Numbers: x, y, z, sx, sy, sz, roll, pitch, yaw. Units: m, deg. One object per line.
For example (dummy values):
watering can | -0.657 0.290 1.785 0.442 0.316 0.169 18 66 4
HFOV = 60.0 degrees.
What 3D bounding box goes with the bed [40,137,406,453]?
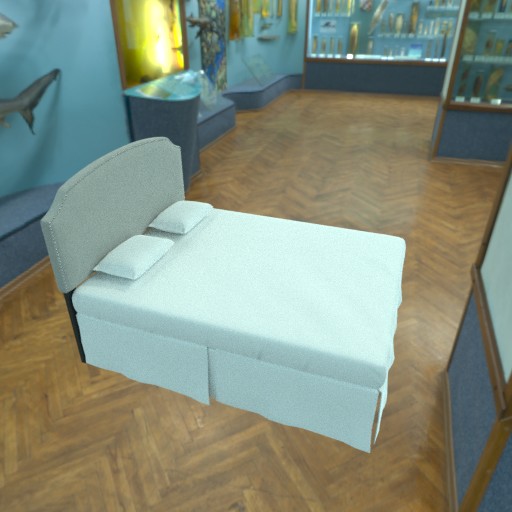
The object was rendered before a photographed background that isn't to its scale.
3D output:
bed | 0.000 0.000 2.992 1.999 1.270 1.558 10 32 17
